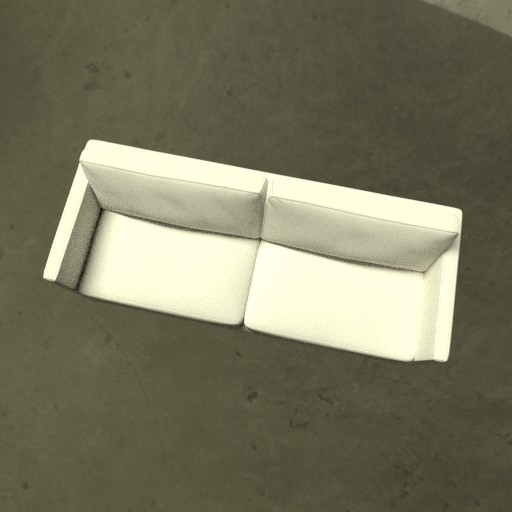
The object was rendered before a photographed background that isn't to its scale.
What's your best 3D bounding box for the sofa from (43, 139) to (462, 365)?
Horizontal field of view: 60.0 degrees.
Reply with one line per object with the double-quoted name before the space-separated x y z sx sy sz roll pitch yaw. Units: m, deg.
"sofa" 0.000 0.000 2.857 2.361 0.962 0.951 11 76 3
